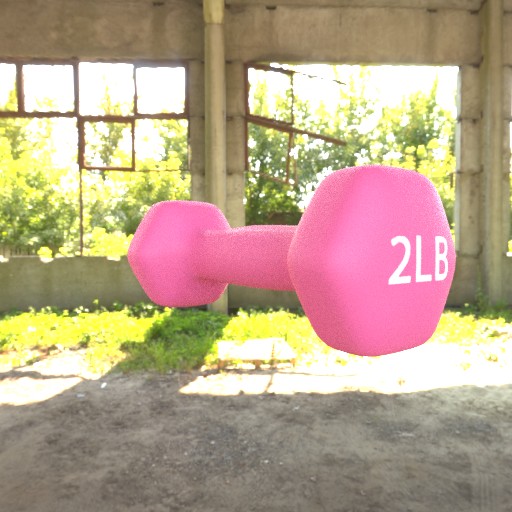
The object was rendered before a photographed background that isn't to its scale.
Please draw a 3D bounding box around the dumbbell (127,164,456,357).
[{"bbox_3d":[0.000,0.000,0.176,0.058,0.053,0.146,-1,2,-36],"label":"dumbbell"}]
